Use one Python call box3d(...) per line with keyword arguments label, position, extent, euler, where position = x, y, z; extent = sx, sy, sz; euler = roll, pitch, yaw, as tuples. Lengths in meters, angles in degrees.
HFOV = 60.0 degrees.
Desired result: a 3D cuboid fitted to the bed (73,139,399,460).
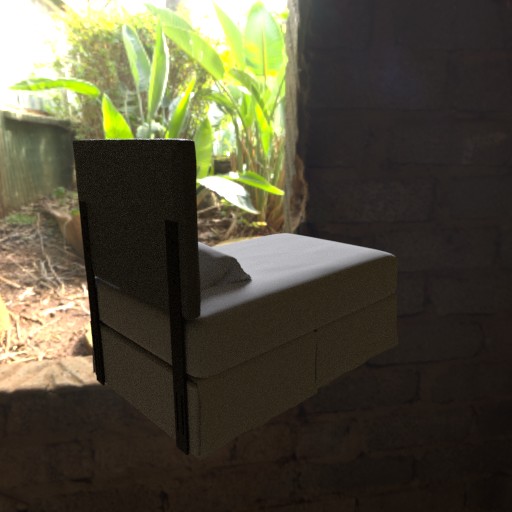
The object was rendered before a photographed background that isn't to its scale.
box3d(label="bed", position=(0.000, 0.000, 3.097), extent=(1.997, 1.571, 1.261), euler=(-14, 20, -42))
